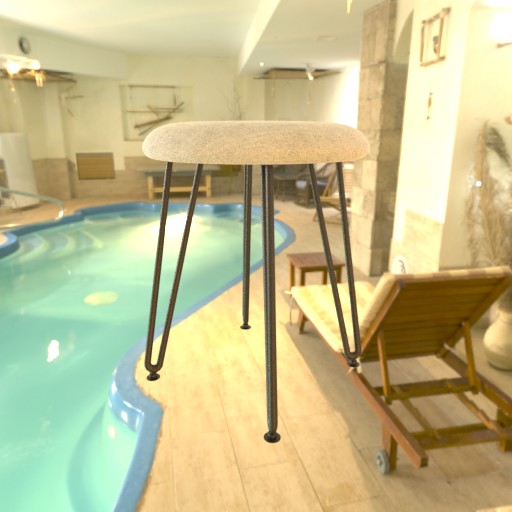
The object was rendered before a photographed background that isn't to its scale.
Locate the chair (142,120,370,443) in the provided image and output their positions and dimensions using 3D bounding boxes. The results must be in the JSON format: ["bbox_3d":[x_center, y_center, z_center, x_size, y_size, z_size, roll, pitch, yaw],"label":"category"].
[{"bbox_3d":[0.000,0.000,0.664,0.350,0.386,0.350,-2,16,-7],"label":"chair"}]
